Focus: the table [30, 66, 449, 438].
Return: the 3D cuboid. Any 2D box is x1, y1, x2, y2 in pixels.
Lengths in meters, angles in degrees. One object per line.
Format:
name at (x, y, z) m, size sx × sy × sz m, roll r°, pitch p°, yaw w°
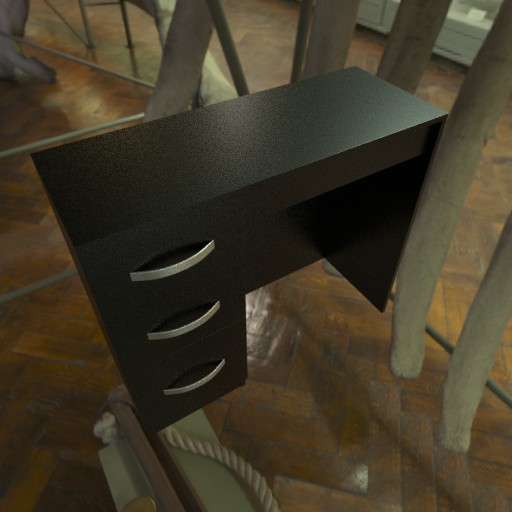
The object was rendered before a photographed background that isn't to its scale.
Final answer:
table at (0.000, 0.000, 1.306) m, size 0.930 × 0.790 × 0.380 m, roll -23°, pitch 49°, yaw -22°
